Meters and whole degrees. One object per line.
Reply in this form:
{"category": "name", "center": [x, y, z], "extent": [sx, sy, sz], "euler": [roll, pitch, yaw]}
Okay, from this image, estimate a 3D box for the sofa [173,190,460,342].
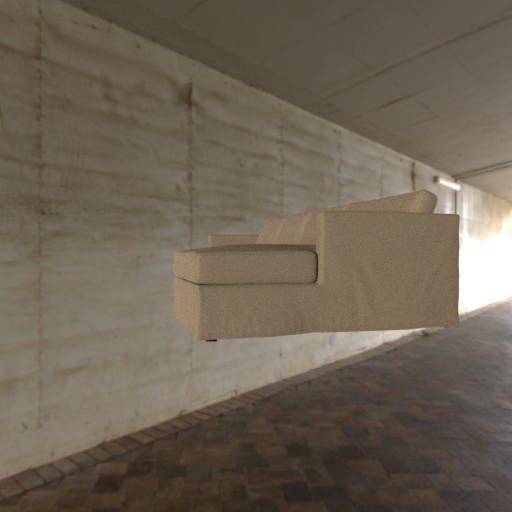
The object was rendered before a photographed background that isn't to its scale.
{"category": "sofa", "center": [0.000, 0.000, 3.933], "extent": [1.622, 0.871, 3.206], "euler": [0, 0, -17]}
